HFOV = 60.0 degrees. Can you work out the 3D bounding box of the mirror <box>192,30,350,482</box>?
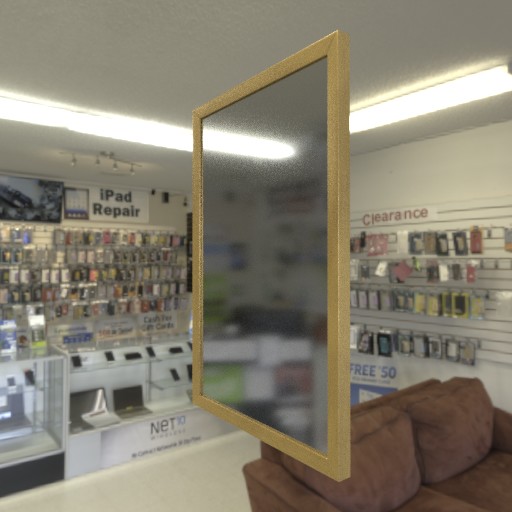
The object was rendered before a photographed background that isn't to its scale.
[{"bbox_3d":[0.000,0.000,1.152,0.040,0.915,0.609,0,-1,-37],"label":"mirror"}]
